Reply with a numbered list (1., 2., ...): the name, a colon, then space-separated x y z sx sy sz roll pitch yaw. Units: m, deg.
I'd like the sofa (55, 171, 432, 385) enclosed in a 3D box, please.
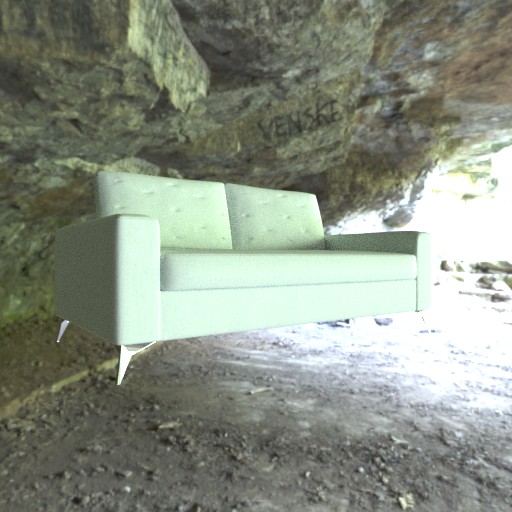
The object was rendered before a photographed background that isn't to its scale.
1. sofa: 0.000 0.000 2.154 1.650 0.790 0.920 0 0 -36
